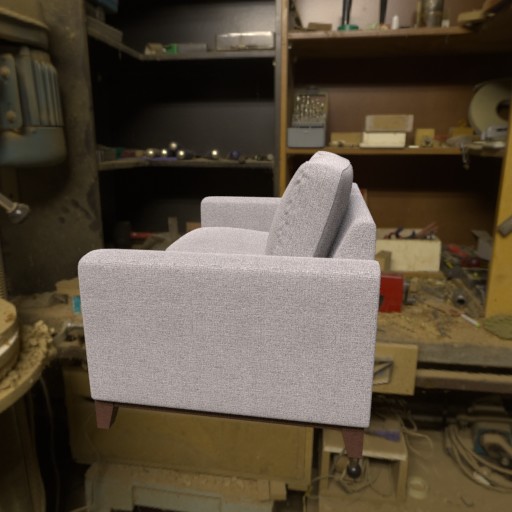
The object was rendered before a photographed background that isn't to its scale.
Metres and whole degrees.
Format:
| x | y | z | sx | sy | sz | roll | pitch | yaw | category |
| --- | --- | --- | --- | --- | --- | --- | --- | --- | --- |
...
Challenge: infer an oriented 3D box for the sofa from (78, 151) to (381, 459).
| x | y | z | sx | sy | sz | roll | pitch | yaw | category |
| --- | --- | --- | --- | --- | --- | --- | --- | --- | --- |
| 0.000 | 0.000 | 1.958 | 0.917 | 0.873 | 1.420 | 3 | 15 | 9 | sofa |
